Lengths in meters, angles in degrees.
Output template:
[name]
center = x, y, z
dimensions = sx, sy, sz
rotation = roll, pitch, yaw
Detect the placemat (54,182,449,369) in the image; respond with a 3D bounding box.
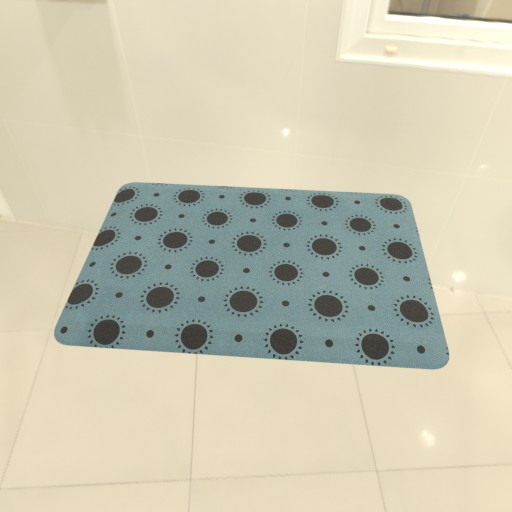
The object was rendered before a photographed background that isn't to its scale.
[placemat]
center = 0.000, 0.000, 0.997
dimensions = 0.762, 0.021, 0.508
rotation = 3, 47, 3
